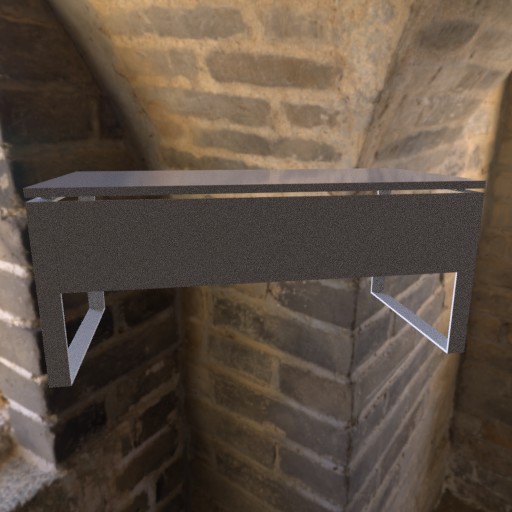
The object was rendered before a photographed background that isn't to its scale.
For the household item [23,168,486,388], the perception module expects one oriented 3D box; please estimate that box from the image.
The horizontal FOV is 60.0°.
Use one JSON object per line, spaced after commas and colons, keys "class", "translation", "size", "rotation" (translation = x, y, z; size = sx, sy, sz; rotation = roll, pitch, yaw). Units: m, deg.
{"class": "household item", "translation": [0.000, 0.000, 2.080], "size": [1.700, 0.745, 0.800], "rotation": [-2, 15, -9]}
